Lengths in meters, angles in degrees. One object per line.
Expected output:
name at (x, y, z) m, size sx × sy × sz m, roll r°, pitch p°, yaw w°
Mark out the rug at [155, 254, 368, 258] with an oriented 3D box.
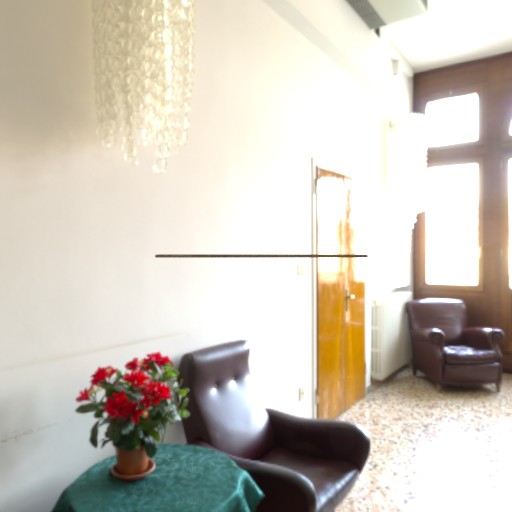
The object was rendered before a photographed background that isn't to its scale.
rug at (0.000, 0.000, 2.769) m, size 0.750 × 0.011 × 2.435 m, roll 0°, pitch 0°, yaw -1°
